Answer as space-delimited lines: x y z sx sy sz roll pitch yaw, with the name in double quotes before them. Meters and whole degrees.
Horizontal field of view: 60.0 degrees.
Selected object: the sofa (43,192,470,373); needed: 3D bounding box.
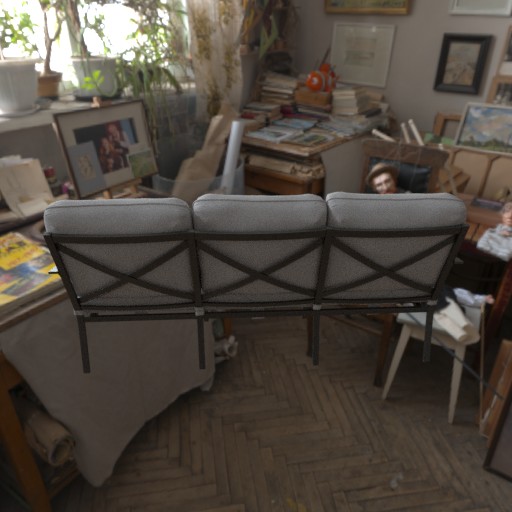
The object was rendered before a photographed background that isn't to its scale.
"sofa" 0.000 0.000 2.217 1.740 0.860 0.787 -1 29 -2
